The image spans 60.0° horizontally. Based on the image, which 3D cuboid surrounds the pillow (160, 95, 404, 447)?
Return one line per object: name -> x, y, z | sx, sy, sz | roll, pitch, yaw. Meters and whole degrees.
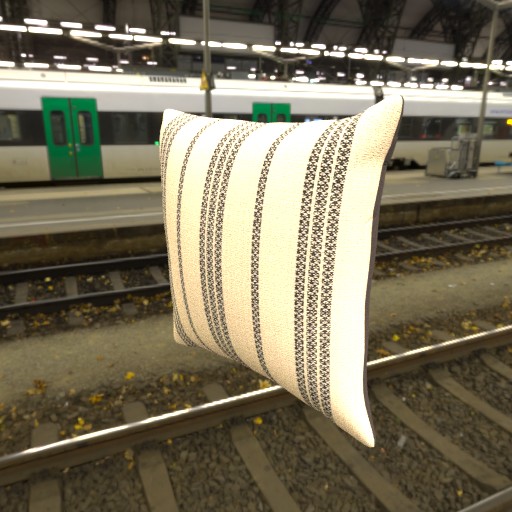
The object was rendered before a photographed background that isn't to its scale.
pillow -> 0.000, 0.000, 0.622 | 0.405, 0.406, 0.173 | 15, 21, 42
